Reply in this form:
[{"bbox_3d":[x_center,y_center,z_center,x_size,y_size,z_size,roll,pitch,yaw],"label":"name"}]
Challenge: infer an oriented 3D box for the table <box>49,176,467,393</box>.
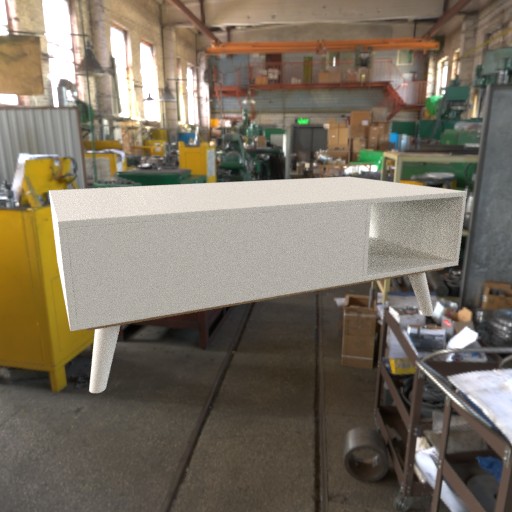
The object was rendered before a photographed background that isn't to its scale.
[{"bbox_3d":[0.000,0.000,1.476,1.194,0.432,0.609,-7,17,-25],"label":"table"}]
